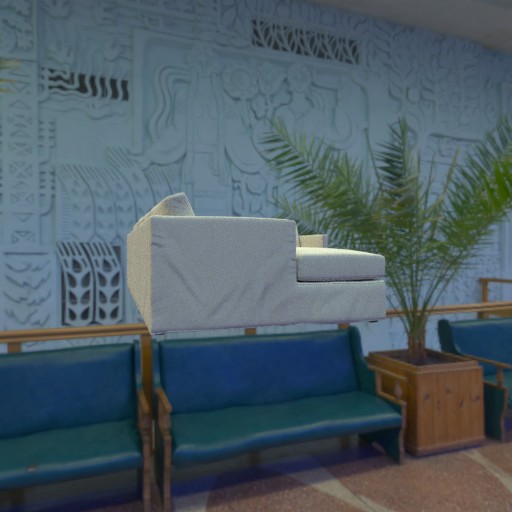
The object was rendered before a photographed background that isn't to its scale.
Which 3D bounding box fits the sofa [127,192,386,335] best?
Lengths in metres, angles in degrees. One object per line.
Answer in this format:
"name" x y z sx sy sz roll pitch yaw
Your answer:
"sofa" 0.000 0.000 4.548 2.448 0.882 3.464 0 1 -19
